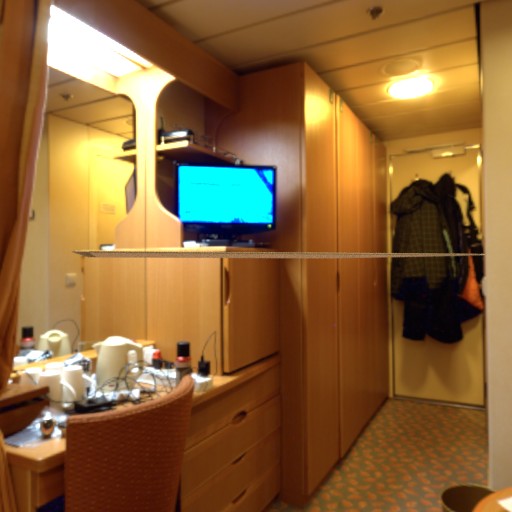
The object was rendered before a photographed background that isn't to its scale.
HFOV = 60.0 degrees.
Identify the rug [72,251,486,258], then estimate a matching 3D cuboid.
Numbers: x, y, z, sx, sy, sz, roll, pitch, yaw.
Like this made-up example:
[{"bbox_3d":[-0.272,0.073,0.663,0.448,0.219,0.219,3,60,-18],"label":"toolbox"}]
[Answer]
[{"bbox_3d":[0.000,0.000,4.156,3.043,0.013,2.444,0,-1,-19],"label":"rug"}]
